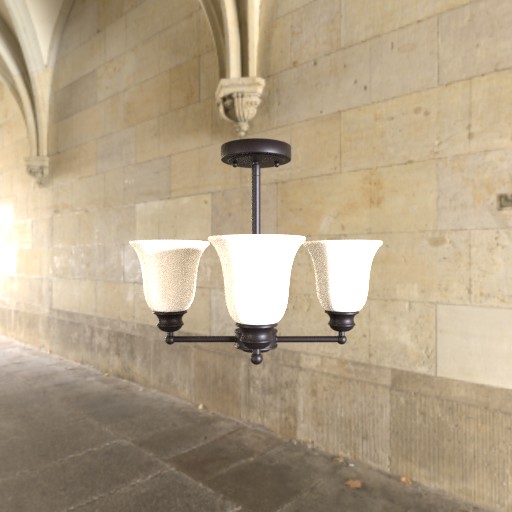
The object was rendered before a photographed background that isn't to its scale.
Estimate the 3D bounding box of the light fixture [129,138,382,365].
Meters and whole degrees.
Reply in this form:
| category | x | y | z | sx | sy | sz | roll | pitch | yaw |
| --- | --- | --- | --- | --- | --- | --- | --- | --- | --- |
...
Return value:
| category | x | y | z | sx | sy | sz | roll | pitch | yaw |
| --- | --- | --- | --- | --- | --- | --- | --- | --- | --- |
| light fixture | 0.000 | 0.000 | 1.893 | 1.069 | 0.925 | 1.069 | 0 | -1 | 0 |
